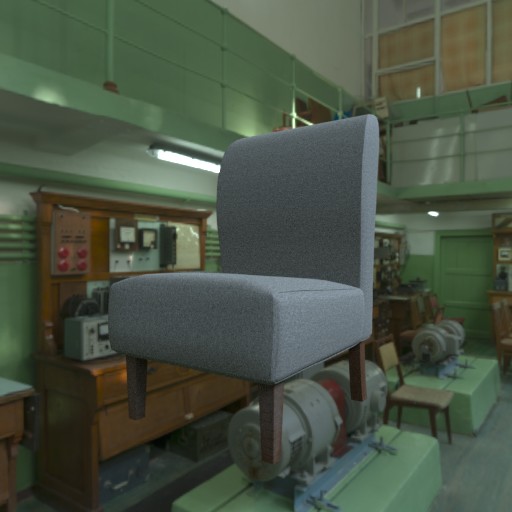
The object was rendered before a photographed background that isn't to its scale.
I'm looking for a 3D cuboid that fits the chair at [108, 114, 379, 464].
[{"bbox_3d":[0.000,0.000,1.172,0.513,0.804,0.592,0,1,34],"label":"chair"}]
